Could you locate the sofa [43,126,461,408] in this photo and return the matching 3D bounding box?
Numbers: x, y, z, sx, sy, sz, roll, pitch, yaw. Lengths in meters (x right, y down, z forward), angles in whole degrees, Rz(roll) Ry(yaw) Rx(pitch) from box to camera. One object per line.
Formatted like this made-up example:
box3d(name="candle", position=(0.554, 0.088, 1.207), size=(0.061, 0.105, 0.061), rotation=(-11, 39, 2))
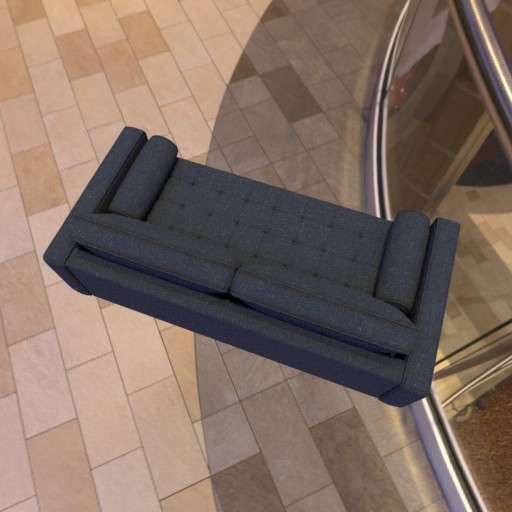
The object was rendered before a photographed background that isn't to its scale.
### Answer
box3d(name="sofa", position=(0.000, 0.000, 2.338), size=(1.880, 0.762, 0.914), rotation=(18, 66, 9))
